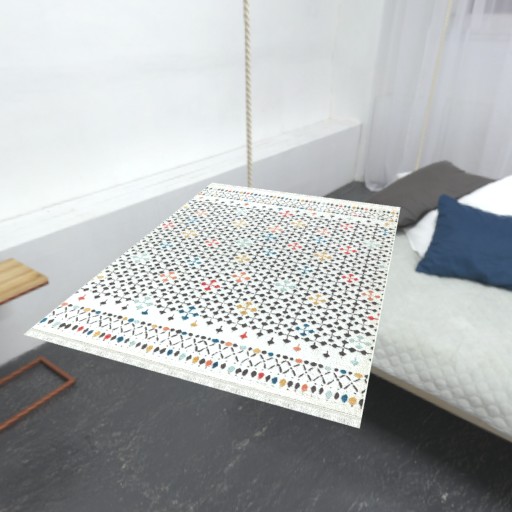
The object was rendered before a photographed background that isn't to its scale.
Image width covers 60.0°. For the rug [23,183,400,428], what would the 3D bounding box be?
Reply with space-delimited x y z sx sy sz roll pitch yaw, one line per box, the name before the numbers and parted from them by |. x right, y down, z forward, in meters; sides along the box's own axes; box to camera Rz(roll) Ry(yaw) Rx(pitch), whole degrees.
rug | 0.000 0.000 4.091 2.354 0.007 3.196 10 31 17
